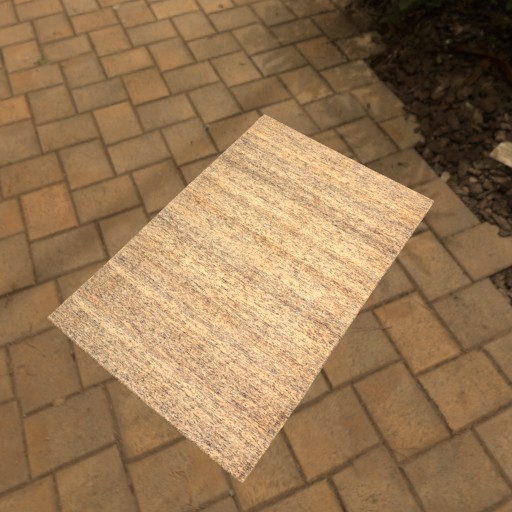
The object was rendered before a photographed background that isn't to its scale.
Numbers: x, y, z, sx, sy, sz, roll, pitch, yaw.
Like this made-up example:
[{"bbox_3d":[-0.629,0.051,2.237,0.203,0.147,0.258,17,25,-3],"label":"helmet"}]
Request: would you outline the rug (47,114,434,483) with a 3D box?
[{"bbox_3d":[0.000,0.000,2.403,1.243,0.014,1.846,33,64,18],"label":"rug"}]
